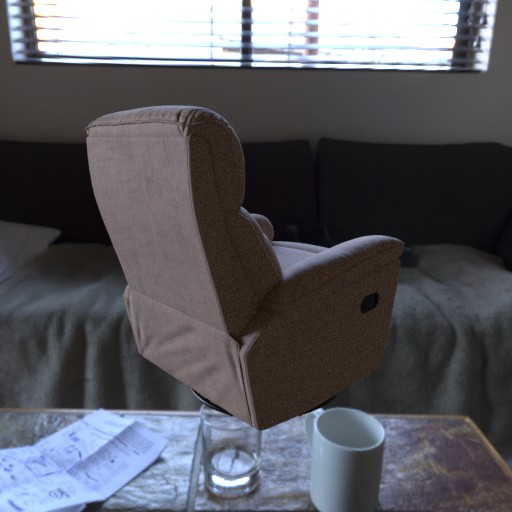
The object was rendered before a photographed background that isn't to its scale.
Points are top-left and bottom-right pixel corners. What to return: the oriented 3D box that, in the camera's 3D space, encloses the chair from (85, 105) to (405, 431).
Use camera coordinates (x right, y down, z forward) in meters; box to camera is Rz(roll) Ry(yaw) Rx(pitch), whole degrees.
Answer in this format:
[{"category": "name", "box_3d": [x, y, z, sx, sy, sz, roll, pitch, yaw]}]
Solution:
[{"category": "chair", "box_3d": [0.000, 0.000, 1.681, 1.004, 1.037, 0.820, -14, 20, -43]}]
